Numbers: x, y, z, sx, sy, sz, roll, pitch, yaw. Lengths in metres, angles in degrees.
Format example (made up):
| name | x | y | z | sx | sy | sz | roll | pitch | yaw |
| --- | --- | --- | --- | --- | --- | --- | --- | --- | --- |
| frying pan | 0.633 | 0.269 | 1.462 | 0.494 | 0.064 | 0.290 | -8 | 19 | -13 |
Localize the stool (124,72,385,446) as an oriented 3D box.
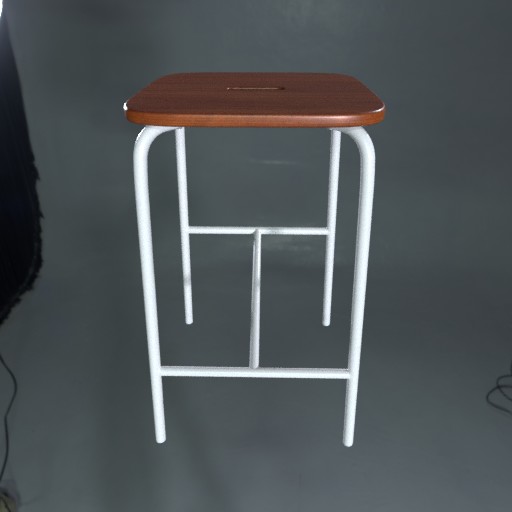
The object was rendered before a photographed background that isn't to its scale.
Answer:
| name | x | y | z | sx | sy | sz | roll | pitch | yaw |
| --- | --- | --- | --- | --- | --- | --- | --- | --- | --- |
| stool | 0.000 | 0.000 | 0.850 | 0.376 | 0.610 | 0.376 | 1 | 30 | 1 |
